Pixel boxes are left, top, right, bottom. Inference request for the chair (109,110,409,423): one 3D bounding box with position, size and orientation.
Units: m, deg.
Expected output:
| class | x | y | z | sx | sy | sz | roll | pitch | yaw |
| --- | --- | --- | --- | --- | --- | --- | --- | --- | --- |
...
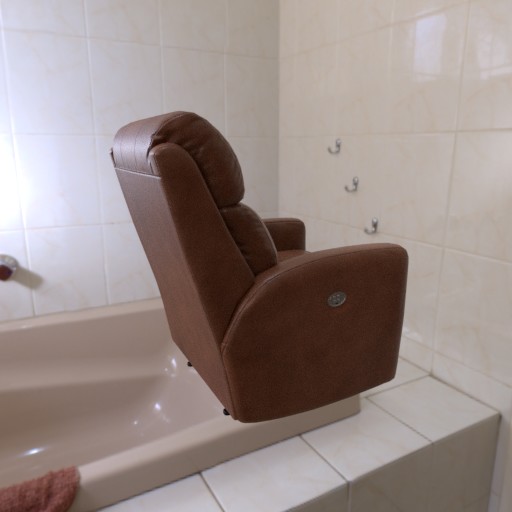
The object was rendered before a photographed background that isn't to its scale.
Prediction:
| class | x | y | z | sx | sy | sz | roll | pitch | yaw |
| --- | --- | --- | --- | --- | --- | --- | --- | --- | --- |
| chair | 0.000 | 0.000 | 1.724 | 0.939 | 1.016 | 0.787 | -7 | 15 | -26 |
